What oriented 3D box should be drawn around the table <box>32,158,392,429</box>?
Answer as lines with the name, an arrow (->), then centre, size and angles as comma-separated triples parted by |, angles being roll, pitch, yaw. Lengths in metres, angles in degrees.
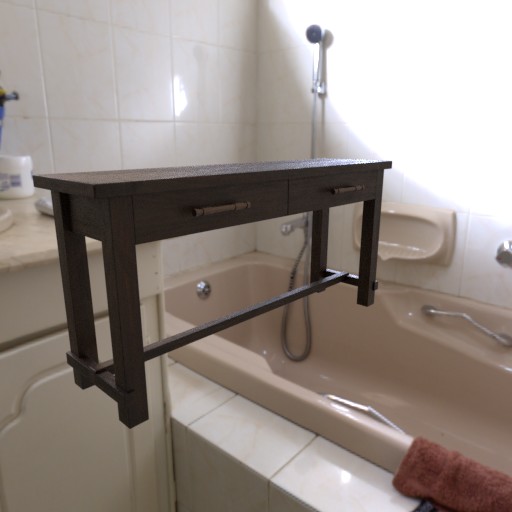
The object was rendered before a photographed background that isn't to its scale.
table -> 0.000, 0.000, 1.916 | 0.442, 0.762, 1.599 | 14, 20, 42
